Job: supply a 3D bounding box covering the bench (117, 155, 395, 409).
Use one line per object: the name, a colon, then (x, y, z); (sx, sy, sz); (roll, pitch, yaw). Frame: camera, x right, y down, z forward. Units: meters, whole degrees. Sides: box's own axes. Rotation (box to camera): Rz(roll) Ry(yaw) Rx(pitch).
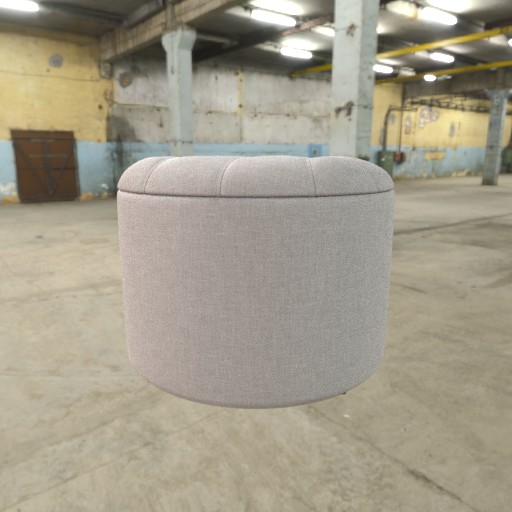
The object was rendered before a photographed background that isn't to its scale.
bench: (0.000, 0.000, 1.027); (0.600, 0.453, 0.600); (0, 12, 0)
